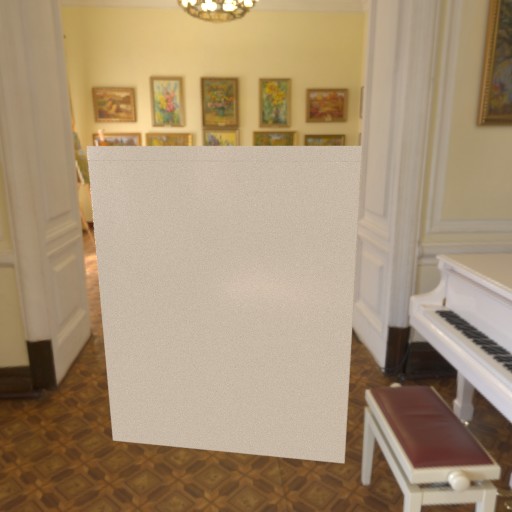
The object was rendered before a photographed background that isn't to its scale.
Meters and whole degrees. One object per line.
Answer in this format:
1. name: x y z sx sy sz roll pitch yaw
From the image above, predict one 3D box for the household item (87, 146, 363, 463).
1. household item: 0.000 0.000 1.557 0.597 0.749 1.100 2 14 8
